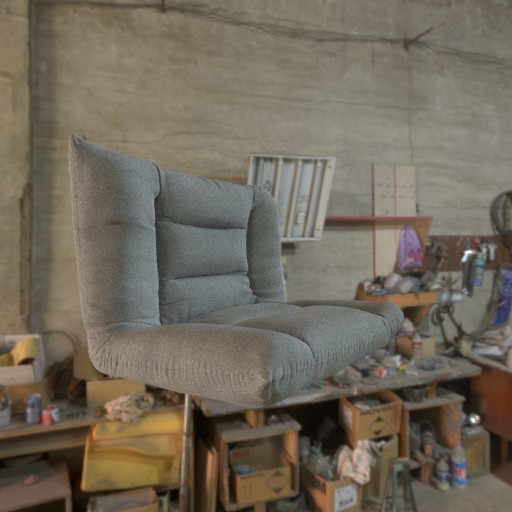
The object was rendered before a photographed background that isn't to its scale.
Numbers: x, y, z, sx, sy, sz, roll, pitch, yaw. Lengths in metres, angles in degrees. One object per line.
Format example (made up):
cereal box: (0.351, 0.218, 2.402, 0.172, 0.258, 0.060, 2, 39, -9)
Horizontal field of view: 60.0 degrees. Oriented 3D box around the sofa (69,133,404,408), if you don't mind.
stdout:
sofa: (0.000, 0.000, 1.710, 0.847, 0.795, 1.144, 0, 1, 35)
